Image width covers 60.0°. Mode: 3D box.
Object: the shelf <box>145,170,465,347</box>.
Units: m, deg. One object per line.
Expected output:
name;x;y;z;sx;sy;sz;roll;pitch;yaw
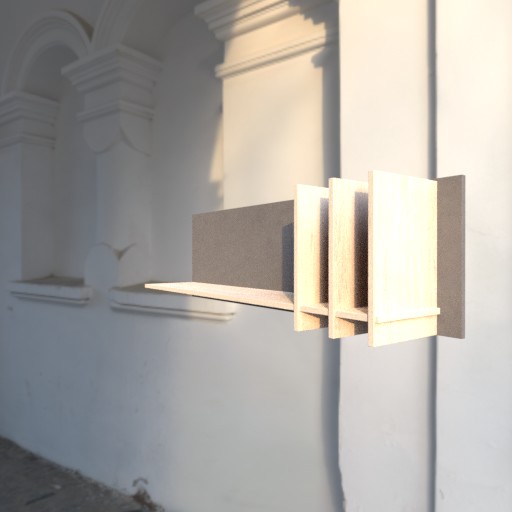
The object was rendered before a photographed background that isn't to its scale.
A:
shelf;0.000;0.000;1.163;0.200;0.300;1.020;0;0;-37
